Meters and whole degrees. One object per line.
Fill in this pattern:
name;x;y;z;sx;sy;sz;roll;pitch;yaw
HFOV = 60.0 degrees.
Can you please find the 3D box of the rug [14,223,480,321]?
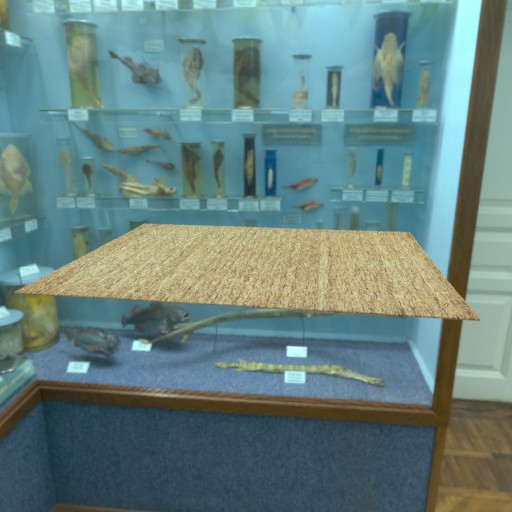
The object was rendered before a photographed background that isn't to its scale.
rug;0.000;0.000;4.153;3.200;0.012;2.438;2;16;8
